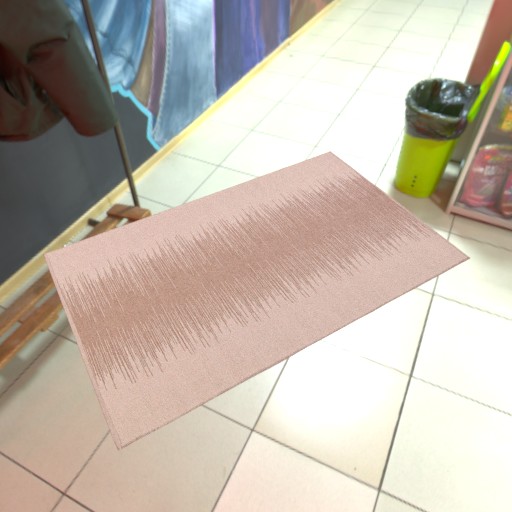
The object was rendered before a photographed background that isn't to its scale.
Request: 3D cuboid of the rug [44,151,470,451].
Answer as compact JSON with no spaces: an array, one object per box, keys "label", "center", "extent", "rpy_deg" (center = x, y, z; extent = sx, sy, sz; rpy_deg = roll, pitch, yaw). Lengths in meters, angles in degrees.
[{"label":"rug","center":[0.000,0.000,2.979],"extent":[2.440,0.012,1.522],"rpy_deg":[-23,50,-21]}]
